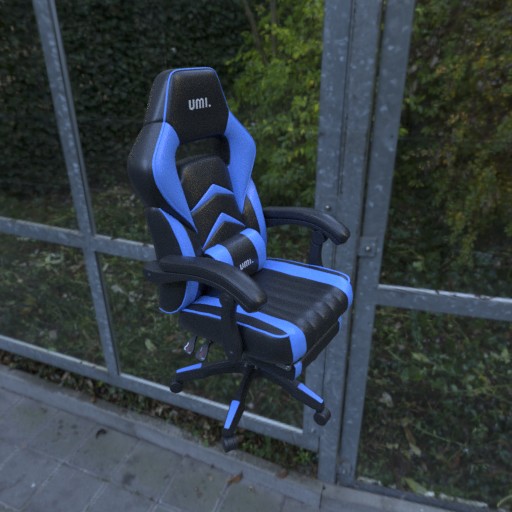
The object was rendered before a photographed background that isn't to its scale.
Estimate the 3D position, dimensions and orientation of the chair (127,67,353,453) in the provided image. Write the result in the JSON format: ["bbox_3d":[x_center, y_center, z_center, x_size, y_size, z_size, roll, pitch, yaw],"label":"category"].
[{"bbox_3d":[0.000,0.000,1.653,0.700,1.280,0.700,17,30,31],"label":"chair"}]
